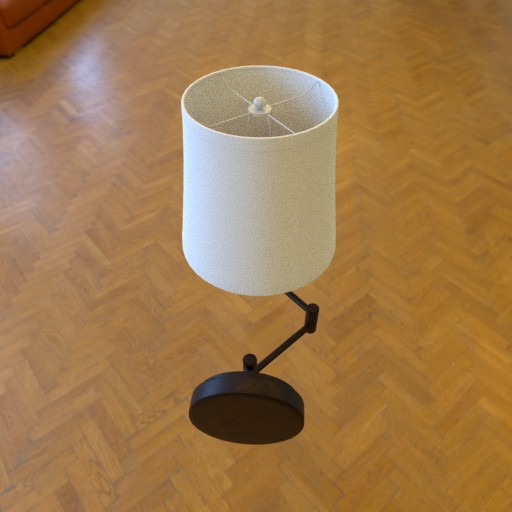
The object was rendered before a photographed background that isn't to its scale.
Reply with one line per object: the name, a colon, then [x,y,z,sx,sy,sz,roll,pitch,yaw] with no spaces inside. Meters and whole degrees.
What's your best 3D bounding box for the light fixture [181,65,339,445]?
light fixture: [0.000,0.000,0.266,0.100,0.172,0.157,3,46,3]
